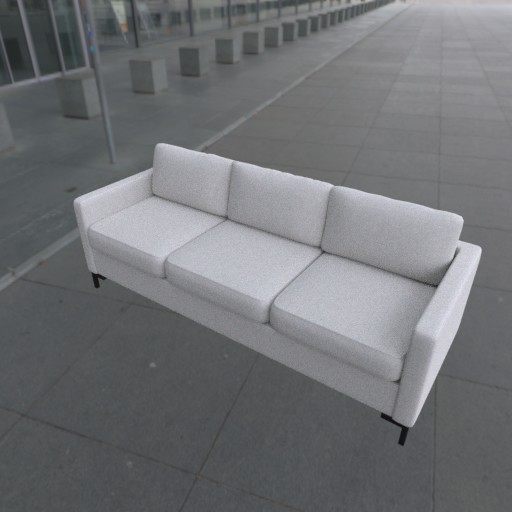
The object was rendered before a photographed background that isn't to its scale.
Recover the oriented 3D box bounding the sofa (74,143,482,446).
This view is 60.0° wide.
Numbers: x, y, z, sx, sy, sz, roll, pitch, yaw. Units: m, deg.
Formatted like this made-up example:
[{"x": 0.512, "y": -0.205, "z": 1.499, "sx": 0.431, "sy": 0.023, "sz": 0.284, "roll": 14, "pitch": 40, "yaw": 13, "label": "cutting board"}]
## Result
[{"x": 0.000, "y": 0.000, "z": 2.598, "sx": 2.218, "sy": 0.874, "sz": 0.859, "roll": 20, "pitch": 37, "yaw": 29, "label": "sofa"}]
